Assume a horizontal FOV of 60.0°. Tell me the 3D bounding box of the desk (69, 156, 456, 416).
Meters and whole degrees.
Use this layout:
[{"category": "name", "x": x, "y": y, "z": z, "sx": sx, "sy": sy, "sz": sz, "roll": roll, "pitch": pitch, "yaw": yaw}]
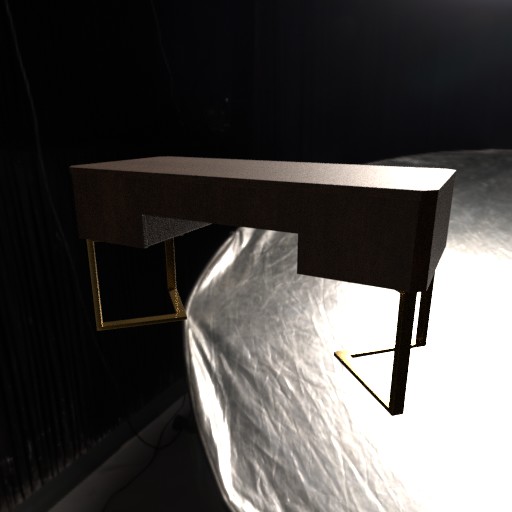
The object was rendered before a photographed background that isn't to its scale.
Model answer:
[{"category": "desk", "x": 0.000, "y": 0.000, "z": 1.941, "sx": 1.479, "sy": 0.762, "sz": 0.684, "roll": 9, "pitch": 19, "yaw": 27}]
